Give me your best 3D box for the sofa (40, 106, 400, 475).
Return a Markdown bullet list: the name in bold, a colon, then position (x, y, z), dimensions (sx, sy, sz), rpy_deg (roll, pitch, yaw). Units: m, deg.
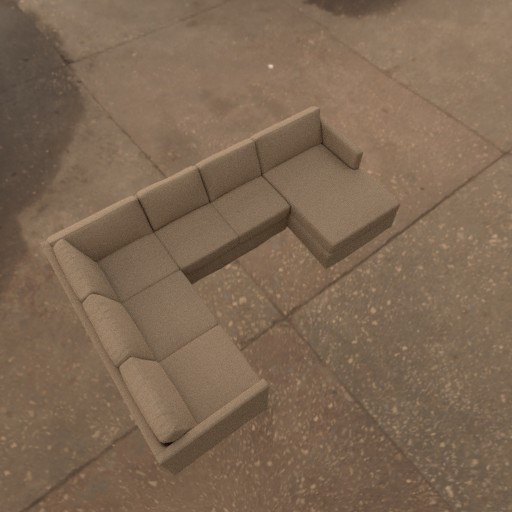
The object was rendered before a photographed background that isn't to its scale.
- **sofa**: position (0.000, 0.000, 4.521), dimensions (3.460, 0.882, 2.427), rpy_deg (-31, 63, -18)
